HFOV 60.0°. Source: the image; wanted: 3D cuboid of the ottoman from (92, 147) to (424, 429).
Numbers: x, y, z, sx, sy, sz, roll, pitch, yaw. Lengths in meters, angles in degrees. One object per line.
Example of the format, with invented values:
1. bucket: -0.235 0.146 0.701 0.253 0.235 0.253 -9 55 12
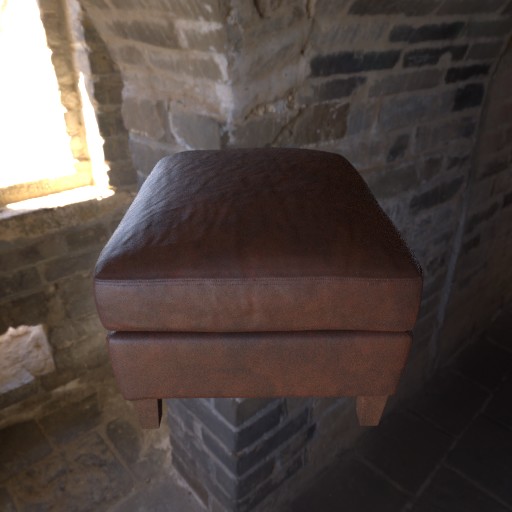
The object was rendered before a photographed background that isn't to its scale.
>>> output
1. ottoman: 0.000 0.000 1.279 0.659 0.527 0.887 0 28 -1
